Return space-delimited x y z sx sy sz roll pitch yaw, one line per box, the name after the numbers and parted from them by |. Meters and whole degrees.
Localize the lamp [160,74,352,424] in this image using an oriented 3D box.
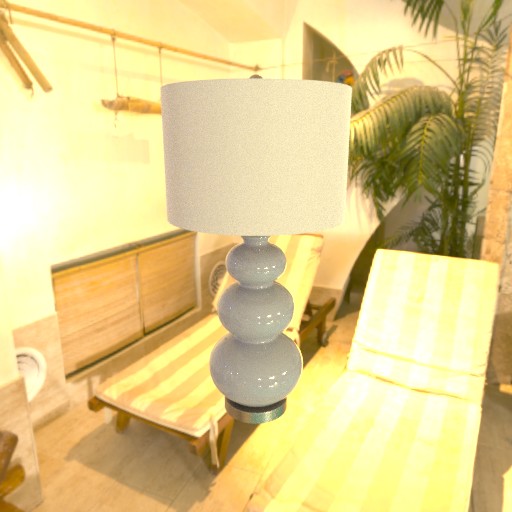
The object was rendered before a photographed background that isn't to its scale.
0.000 0.000 0.956 0.367 0.730 0.367 8 17 26 | lamp
